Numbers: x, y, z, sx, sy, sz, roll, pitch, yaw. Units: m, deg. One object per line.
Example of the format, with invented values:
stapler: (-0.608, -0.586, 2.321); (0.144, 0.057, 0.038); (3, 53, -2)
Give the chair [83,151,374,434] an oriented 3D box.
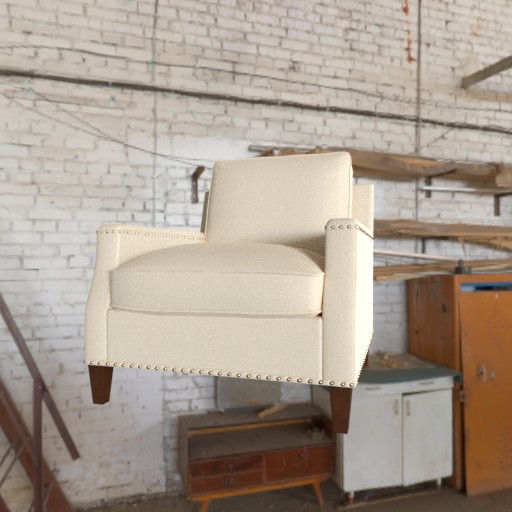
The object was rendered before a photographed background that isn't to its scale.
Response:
chair: (0.000, 0.000, 1.728); (0.853, 0.943, 1.014); (0, 0, 18)
